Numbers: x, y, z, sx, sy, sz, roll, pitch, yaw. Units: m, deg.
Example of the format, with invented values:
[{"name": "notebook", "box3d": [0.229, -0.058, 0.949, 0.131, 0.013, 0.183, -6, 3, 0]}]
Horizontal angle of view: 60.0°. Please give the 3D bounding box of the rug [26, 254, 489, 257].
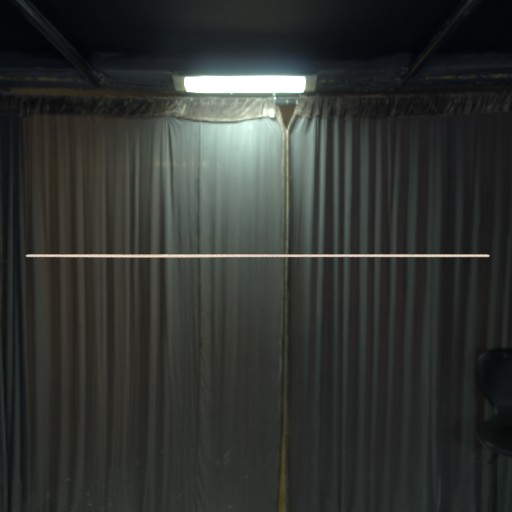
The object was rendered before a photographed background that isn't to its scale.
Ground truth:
[{"name": "rug", "box3d": [0.000, 0.000, 3.905, 2.895, 0.018, 2.288, 0, 0, -1]}]
